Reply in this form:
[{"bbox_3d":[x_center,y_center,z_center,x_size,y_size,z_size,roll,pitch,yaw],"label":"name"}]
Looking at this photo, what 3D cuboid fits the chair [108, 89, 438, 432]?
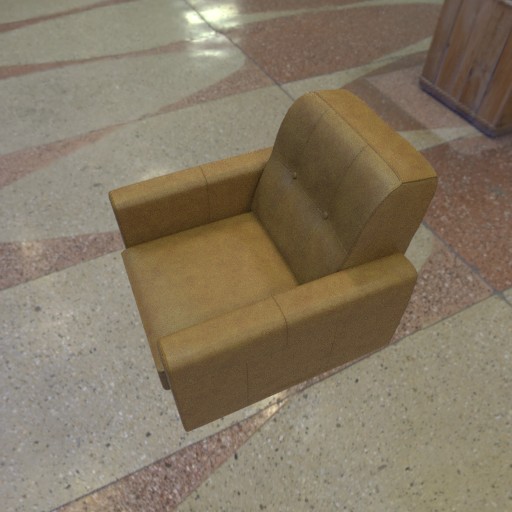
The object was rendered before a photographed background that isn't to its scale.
[{"bbox_3d":[0.000,0.000,1.683,0.942,0.968,0.845,-18,51,-15],"label":"chair"}]
